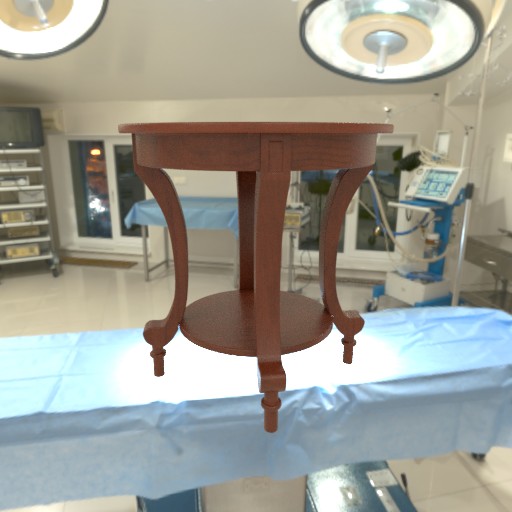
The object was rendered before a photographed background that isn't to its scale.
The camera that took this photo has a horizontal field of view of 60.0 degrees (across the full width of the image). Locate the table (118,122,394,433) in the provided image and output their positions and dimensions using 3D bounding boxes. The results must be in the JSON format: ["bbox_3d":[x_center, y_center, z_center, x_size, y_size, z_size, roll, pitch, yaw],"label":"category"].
[{"bbox_3d":[0.000,0.000,1.081,0.597,0.612,0.597,0,15,0],"label":"table"}]
